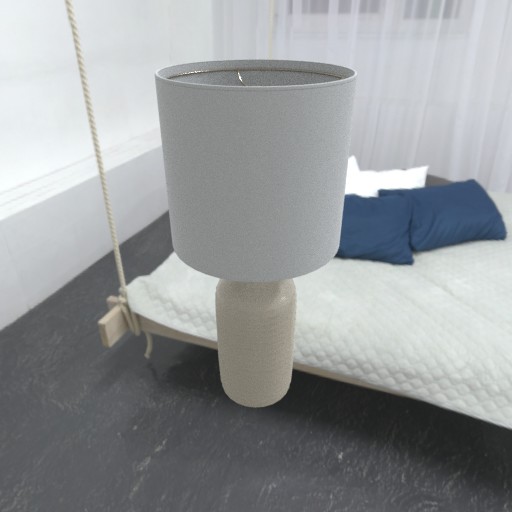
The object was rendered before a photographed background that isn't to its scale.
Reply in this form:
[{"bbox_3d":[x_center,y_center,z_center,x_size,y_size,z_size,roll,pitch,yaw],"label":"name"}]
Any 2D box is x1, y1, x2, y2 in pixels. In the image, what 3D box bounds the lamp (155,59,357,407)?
[{"bbox_3d":[0.000,0.000,0.610,0.220,0.475,0.220,0,30,1],"label":"lamp"}]
